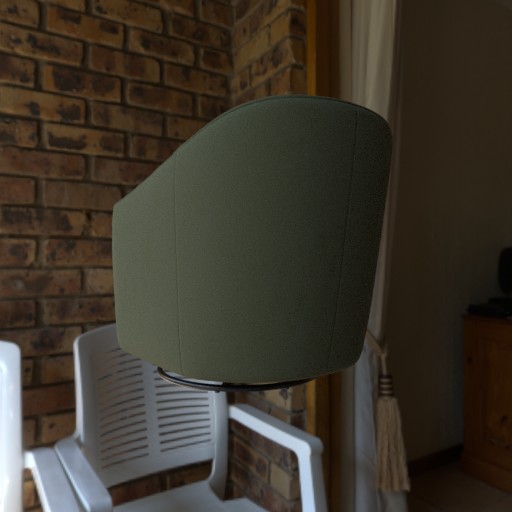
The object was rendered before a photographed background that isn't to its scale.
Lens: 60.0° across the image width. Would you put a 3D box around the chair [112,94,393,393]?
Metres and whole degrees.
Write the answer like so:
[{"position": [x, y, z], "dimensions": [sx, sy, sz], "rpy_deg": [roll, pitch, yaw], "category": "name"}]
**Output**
[{"position": [0.000, 0.000, 1.493], "dimensions": [0.747, 0.799, 0.875], "rpy_deg": [0, -1, -37], "category": "chair"}]
